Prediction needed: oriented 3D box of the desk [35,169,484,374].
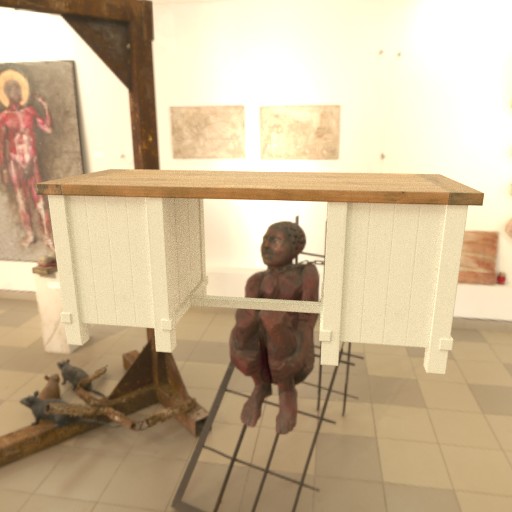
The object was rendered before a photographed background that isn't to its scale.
[{"bbox_3d":[0.000,0.000,2.193,1.803,0.760,0.688,3,16,9],"label":"desk"}]
